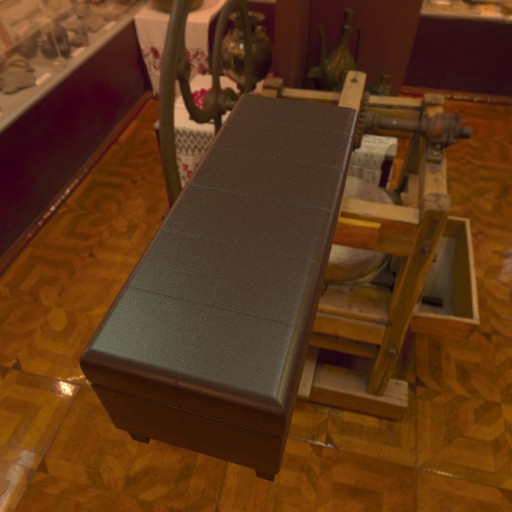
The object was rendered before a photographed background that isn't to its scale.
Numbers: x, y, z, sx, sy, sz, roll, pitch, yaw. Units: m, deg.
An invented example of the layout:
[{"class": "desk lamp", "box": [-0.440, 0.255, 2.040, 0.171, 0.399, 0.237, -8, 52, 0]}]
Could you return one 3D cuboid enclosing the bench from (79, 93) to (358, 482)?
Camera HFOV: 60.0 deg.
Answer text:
[{"class": "bench", "box": [0.000, 0.000, 1.320, 0.429, 0.457, 1.092, 12, 48, 11]}]
